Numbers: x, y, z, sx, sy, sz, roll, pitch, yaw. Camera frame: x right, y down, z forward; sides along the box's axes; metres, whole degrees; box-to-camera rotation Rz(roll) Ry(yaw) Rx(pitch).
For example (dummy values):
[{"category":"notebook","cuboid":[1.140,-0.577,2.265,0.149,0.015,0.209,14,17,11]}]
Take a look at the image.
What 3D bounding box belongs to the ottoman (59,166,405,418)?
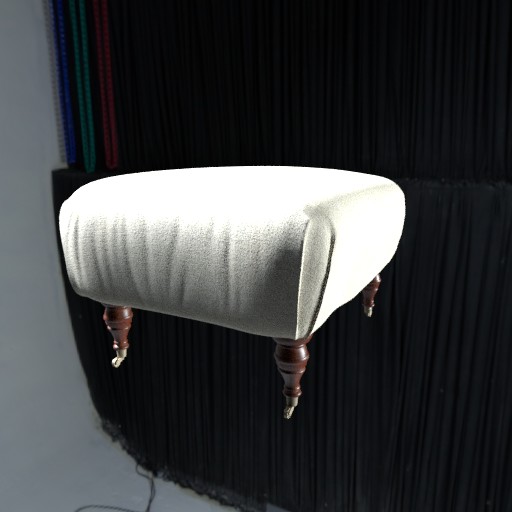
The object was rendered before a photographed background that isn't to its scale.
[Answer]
[{"category":"ottoman","cuboid":[0.000,0.000,1.136,0.622,0.450,0.747,7,15,27]}]
